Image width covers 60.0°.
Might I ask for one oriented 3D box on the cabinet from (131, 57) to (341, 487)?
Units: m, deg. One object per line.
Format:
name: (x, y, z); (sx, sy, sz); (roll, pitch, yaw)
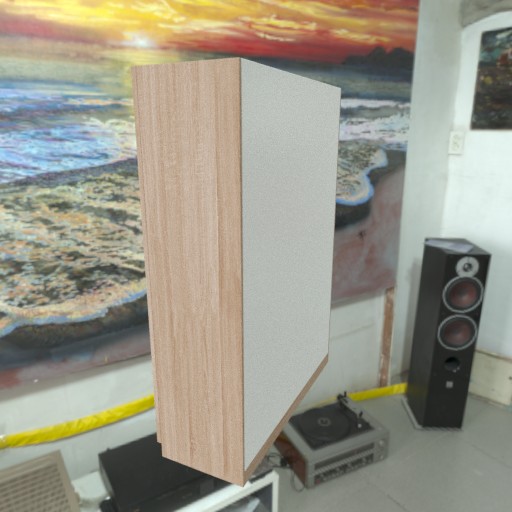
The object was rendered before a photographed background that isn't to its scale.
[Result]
cabinet: (0.000, 0.000, 2.851); (0.590, 2.120, 1.500); (8, 17, 25)
